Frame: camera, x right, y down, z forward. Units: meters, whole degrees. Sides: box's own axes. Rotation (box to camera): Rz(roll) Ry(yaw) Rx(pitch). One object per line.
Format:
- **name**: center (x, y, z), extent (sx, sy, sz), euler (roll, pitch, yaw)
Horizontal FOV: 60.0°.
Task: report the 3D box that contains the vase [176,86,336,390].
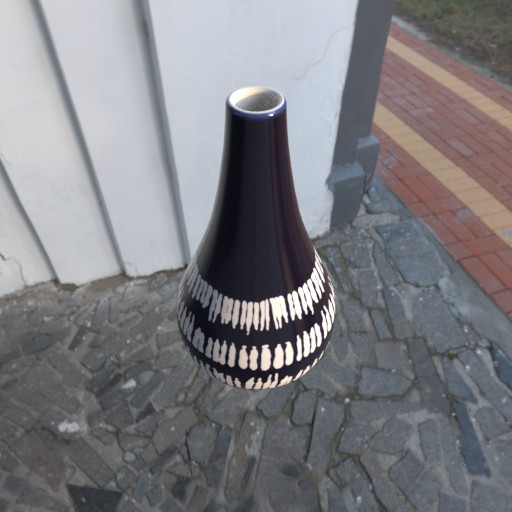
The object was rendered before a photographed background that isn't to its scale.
- **vase**: center (0.000, 0.000, 0.391), extent (0.159, 0.295, 0.159), euler (0, 47, 0)
